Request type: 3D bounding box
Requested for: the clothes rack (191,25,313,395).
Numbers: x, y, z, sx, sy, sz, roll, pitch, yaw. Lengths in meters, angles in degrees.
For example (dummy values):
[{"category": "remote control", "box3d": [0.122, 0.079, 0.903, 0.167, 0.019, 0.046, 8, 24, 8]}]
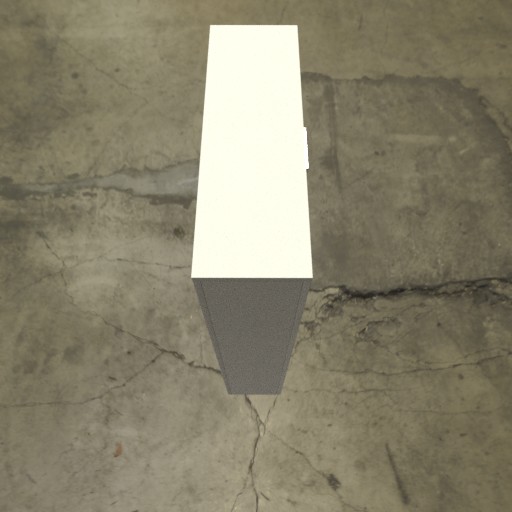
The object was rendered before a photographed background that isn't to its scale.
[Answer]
[{"category": "clothes rack", "box3d": [0.000, 0.000, 1.600, 0.250, 1.280, 0.750, 0, 63, 0]}]
